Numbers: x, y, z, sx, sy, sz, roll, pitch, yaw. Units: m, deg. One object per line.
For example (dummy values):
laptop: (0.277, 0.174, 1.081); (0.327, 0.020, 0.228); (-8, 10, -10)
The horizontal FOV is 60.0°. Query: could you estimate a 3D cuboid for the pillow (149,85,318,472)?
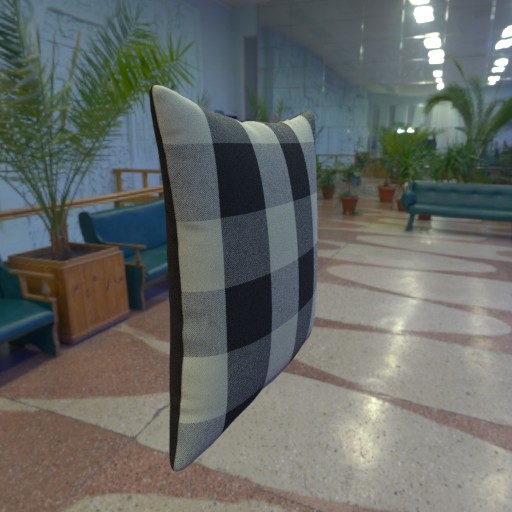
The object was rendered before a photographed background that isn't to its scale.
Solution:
pillow: (0.000, 0.000, 0.772); (0.161, 0.509, 0.511); (7, 16, 26)
